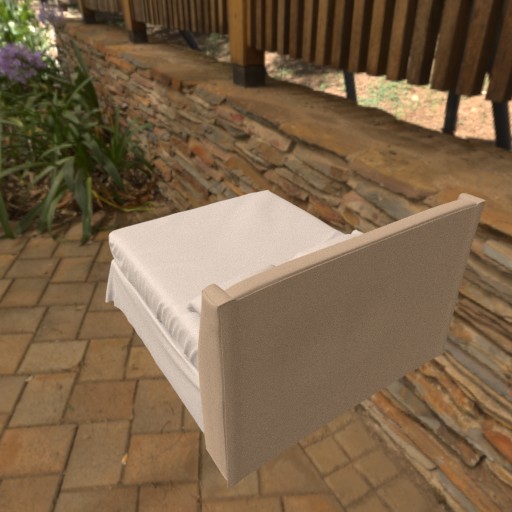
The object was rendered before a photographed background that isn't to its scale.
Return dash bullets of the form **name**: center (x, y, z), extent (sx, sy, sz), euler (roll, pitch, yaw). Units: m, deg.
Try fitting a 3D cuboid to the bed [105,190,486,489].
- **bed**: center (0.000, 0.000, 3.389), extent (1.925, 1.332, 2.276), euler (-19, 36, -29)
